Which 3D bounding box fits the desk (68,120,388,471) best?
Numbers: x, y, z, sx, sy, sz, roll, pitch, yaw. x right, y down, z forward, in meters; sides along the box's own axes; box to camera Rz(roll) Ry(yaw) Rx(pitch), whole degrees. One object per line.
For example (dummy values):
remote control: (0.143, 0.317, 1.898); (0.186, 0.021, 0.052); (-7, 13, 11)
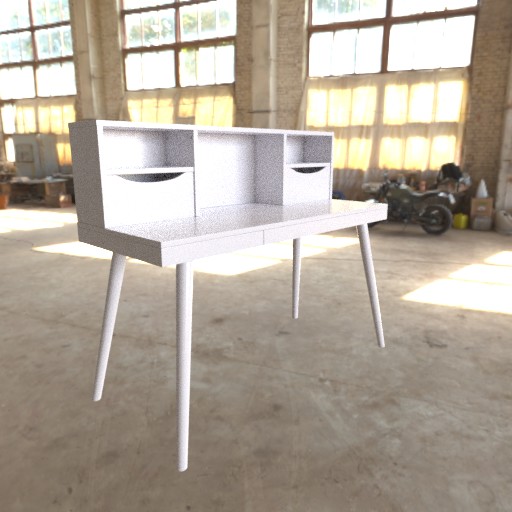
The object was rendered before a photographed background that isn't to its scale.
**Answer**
desk: (0.000, 0.000, 1.769); (0.559, 0.990, 1.199); (13, 18, 43)
